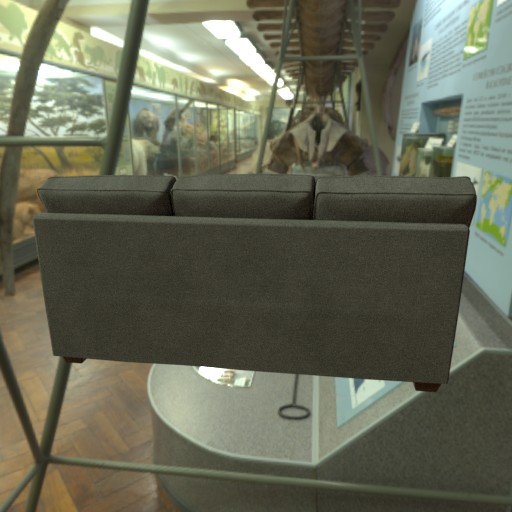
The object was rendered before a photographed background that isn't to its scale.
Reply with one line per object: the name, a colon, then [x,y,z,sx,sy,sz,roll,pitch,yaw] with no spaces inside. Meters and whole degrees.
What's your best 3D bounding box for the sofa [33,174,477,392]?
sofa: [0.000,0.000,2.465,1.962,0.973,1.027,2,16,8]
